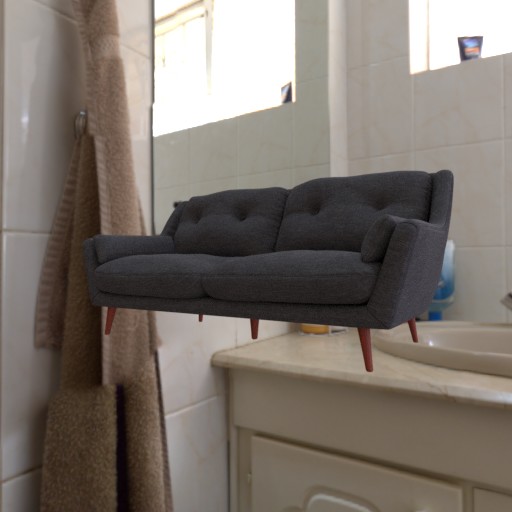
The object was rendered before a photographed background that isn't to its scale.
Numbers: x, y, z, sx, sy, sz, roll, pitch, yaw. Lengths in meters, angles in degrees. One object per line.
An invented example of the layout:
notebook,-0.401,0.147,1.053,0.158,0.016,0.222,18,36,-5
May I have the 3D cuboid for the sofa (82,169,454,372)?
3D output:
sofa,0.000,0.000,2.398,1.929,0.896,0.975,-1,-2,35
